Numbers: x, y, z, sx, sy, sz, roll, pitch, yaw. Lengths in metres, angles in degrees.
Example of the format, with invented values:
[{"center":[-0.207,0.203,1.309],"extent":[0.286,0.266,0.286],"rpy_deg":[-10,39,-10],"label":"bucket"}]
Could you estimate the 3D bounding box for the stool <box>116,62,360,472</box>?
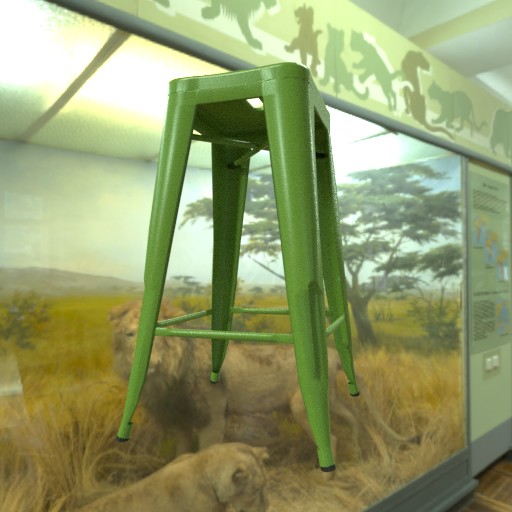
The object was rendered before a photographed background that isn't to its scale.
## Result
[{"center":[0.000,0.000,0.856],"extent":[0.358,0.609,0.398],"rpy_deg":[0,-1,18],"label":"stool"}]
